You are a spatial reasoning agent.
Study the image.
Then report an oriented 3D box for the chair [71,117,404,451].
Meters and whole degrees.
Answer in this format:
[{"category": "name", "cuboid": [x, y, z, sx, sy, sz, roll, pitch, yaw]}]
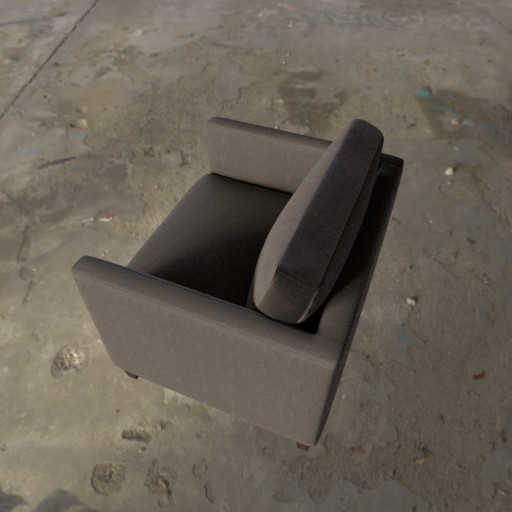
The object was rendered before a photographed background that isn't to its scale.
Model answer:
[{"category": "chair", "cuboid": [0.000, 0.000, 1.875, 0.959, 0.963, 1.107, 17, 50, 15]}]
